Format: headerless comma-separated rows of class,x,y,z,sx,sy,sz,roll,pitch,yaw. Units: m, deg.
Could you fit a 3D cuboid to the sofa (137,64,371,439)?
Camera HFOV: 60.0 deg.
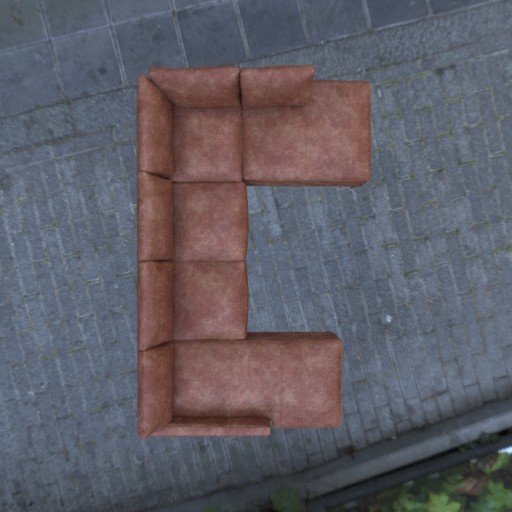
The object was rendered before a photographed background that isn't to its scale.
sofa,0.000,0.000,3.784,1.939,0.900,2.956,0,90,0
